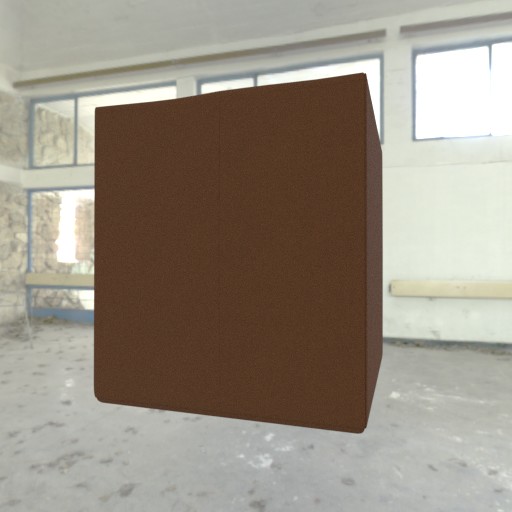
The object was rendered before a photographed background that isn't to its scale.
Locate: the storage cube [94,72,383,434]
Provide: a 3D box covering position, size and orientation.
[{"bbox_3d":[0.000,0.000,0.506,0.270,0.280,0.270,0,-1,18],"label":"storage cube"}]
